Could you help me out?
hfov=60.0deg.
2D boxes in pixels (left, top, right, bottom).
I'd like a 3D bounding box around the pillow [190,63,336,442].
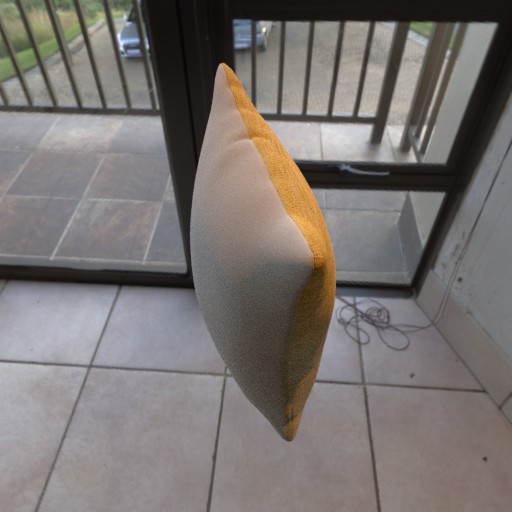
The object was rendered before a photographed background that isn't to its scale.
[{"bbox_3d":[0.000,0.000,0.722,0.211,0.450,0.450,-11,48,-10],"label":"pillow"}]
